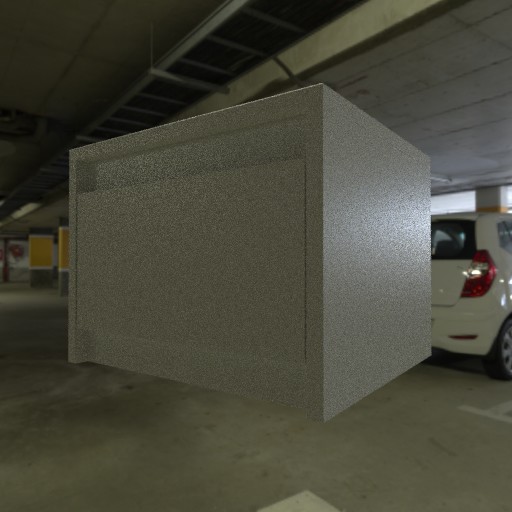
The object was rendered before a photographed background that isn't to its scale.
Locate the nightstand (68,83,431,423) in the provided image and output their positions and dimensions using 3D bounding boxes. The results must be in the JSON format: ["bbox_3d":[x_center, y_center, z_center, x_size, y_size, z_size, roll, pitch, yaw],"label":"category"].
[{"bbox_3d":[0.000,0.000,0.760,0.470,0.351,0.408,-1,-1,36],"label":"nightstand"}]
